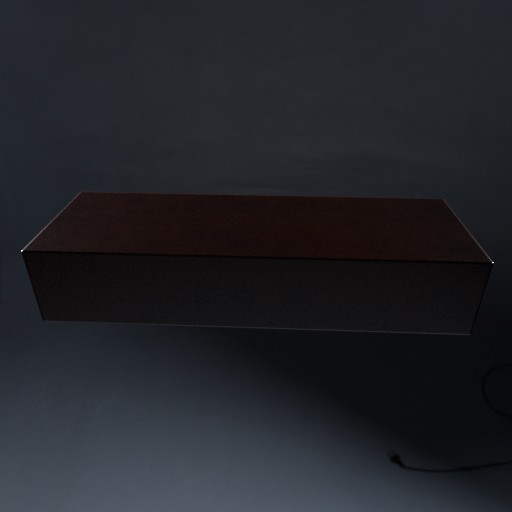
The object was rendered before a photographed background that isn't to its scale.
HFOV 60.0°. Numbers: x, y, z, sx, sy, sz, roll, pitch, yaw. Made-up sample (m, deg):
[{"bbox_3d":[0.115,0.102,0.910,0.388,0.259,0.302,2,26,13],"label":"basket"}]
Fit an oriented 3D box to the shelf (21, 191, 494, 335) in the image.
[{"bbox_3d":[0.000,0.000,0.516,0.457,0.088,0.152,1,31,2],"label":"shelf"}]
